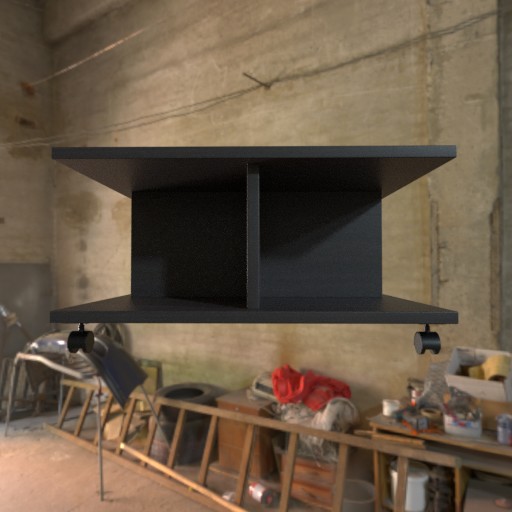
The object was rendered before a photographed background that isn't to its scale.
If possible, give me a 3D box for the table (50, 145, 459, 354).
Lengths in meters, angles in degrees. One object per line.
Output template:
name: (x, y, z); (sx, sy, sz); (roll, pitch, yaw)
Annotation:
table: (0.000, 0.000, 1.208); (0.762, 0.396, 0.762); (0, -1, 1)
